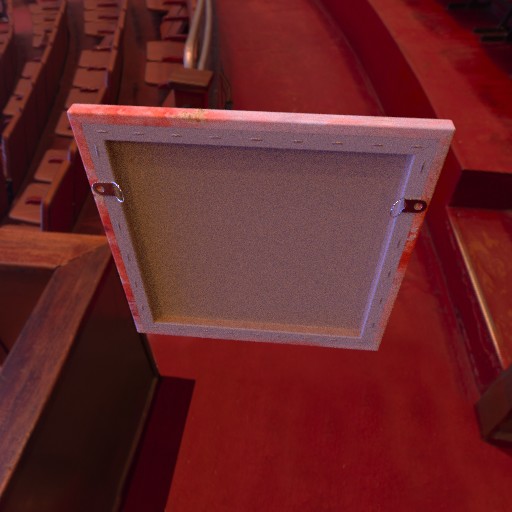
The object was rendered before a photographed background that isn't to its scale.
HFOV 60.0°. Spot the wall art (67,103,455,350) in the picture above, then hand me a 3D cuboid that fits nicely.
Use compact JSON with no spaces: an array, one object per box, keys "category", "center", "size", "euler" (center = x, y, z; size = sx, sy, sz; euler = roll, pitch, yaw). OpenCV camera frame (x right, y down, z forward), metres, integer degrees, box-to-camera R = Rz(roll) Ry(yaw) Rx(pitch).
[{"category":"wall art","center":[0.000,0.000,1.113],"size":[0.747,0.746,0.064],"euler":[4,45,4]}]
